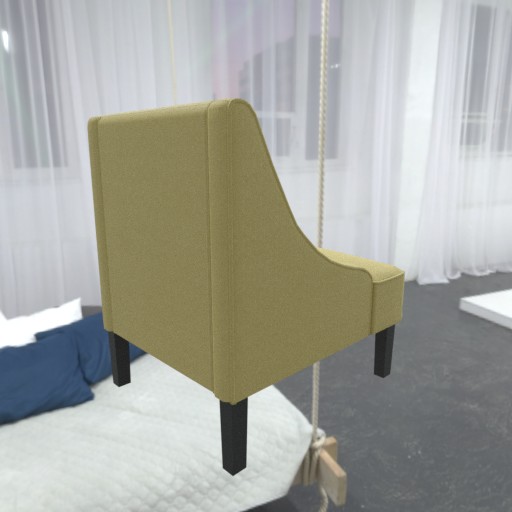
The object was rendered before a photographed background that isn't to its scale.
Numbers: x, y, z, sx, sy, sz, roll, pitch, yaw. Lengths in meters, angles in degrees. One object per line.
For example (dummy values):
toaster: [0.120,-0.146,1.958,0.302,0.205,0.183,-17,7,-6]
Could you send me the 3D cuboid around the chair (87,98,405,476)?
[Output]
chair: [0.000,0.000,1.489,0.814,0.896,0.696,-12,18,-42]
